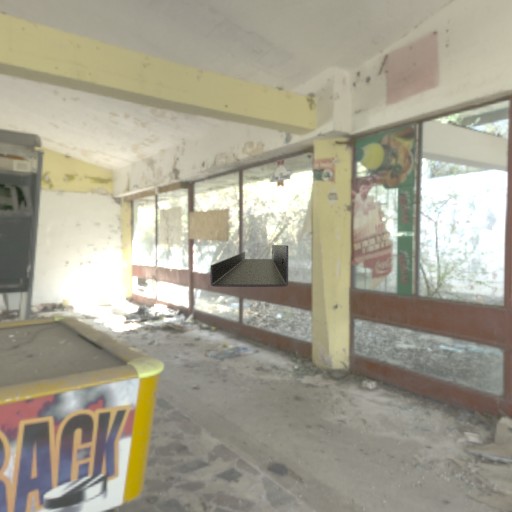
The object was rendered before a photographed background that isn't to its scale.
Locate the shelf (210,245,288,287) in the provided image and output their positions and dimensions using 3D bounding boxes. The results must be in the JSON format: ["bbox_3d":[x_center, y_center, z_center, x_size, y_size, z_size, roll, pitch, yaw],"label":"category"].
[{"bbox_3d":[0.000,0.000,0.985,0.092,0.049,0.924,0,1,1],"label":"shelf"}]
